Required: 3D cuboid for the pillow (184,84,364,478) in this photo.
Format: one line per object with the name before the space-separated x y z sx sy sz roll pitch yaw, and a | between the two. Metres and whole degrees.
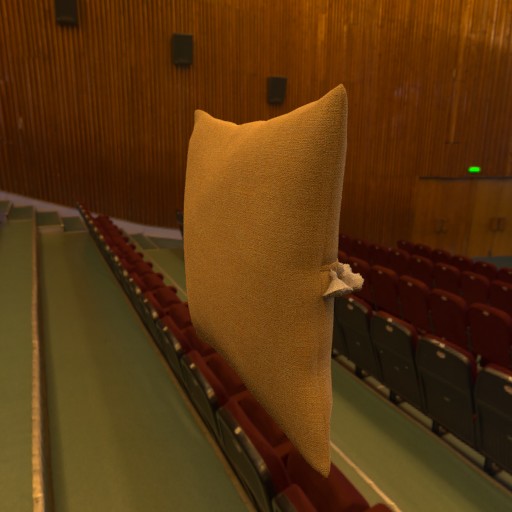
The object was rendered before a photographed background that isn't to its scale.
pillow | 0.000 0.000 0.729 0.167 0.481 0.485 -7 16 -26
